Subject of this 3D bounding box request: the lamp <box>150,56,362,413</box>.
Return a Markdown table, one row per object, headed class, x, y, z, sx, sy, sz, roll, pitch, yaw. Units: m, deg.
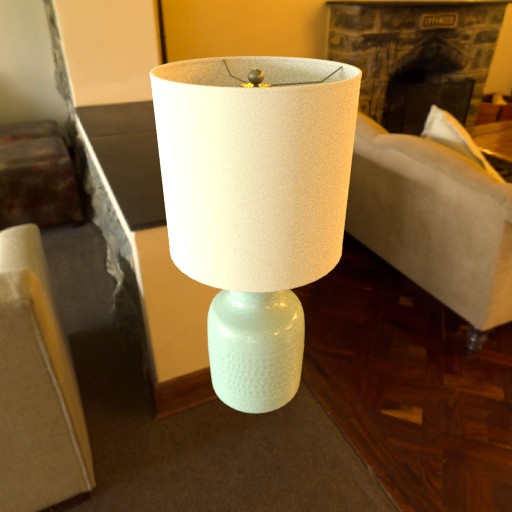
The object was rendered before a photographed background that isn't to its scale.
| class | x | y | z | sx | sy | sz | roll | pitch | yaw |
| --- | --- | --- | --- | --- | --- | --- | --- | --- | --- |
| lamp | 0.000 | 0.000 | 1.111 | 0.418 | 0.871 | 0.418 | 8 | 32 | 14 |
